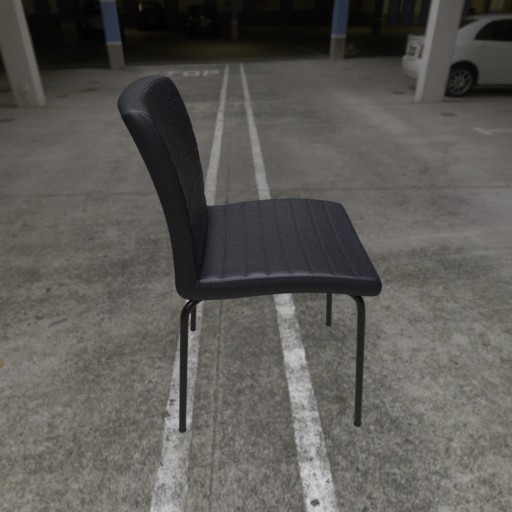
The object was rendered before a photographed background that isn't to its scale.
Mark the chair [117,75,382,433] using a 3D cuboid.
[{"bbox_3d":[0.000,0.000,1.191,0.572,0.872,0.450,-2,32,-2],"label":"chair"}]
